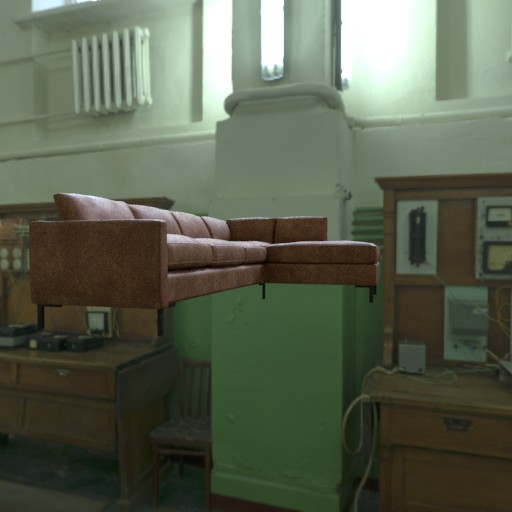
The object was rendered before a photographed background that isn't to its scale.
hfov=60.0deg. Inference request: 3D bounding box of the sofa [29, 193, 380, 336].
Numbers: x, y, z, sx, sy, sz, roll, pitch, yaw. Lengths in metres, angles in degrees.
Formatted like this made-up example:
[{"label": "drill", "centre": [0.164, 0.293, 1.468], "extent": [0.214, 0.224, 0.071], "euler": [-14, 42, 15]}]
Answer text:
[{"label": "sofa", "centre": [0.000, 0.000, 3.782], "extent": [1.938, 0.877, 2.984], "euler": [0, 1, 18]}]
